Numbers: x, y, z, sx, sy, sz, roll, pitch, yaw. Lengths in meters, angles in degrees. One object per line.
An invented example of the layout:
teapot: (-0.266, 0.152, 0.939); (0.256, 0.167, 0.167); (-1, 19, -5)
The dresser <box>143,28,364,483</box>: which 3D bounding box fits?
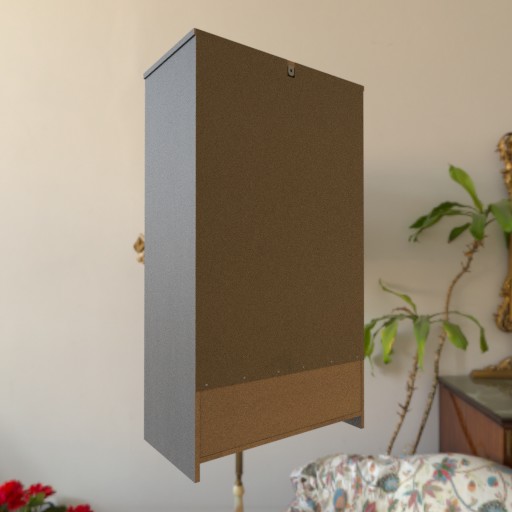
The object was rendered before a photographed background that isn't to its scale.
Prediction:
dresser: (0.000, 0.000, 1.582); (0.704, 1.255, 0.399); (1, -1, -36)
